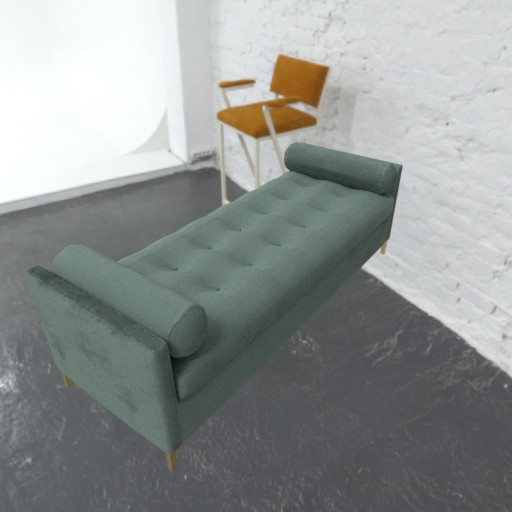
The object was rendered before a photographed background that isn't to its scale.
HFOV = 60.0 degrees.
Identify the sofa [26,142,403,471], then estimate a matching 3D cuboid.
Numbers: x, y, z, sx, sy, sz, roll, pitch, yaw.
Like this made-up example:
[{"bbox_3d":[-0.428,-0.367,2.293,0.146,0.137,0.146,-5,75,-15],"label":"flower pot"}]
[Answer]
[{"bbox_3d":[0.000,0.000,2.437,0.796,0.705,2.102,22,38,31],"label":"sofa"}]
